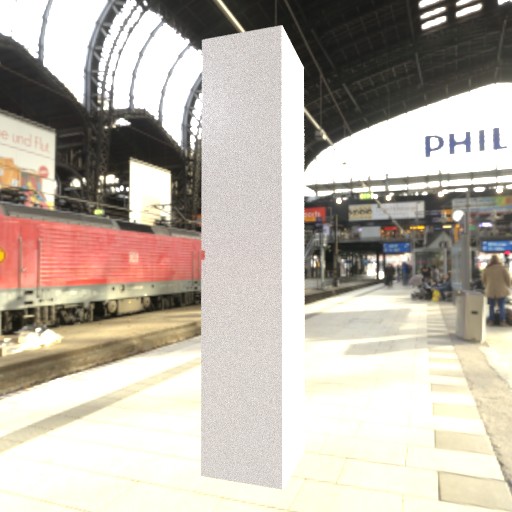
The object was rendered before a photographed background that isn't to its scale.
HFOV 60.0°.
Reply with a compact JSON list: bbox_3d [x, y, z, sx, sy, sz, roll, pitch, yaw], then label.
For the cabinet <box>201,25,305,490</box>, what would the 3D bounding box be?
[{"bbox_3d":[0.000,0.000,1.521,0.269,1.400,0.300,-1,-2,19],"label":"cabinet"}]
